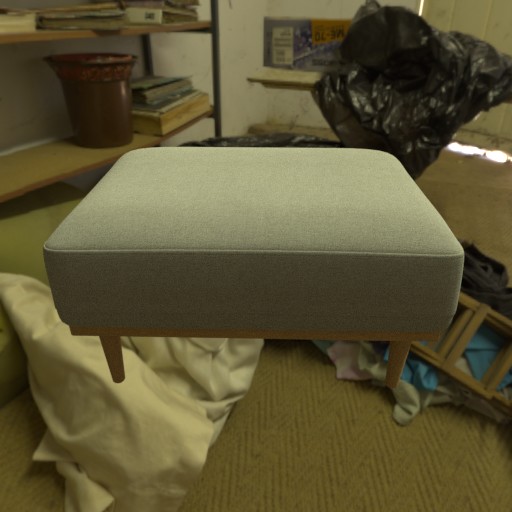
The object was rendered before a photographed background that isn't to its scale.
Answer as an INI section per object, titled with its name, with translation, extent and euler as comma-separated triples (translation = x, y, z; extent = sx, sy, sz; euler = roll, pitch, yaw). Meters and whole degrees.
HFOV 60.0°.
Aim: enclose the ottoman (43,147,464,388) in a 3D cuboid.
[ottoman]
translation = 0.000, 0.000, 1.050
extent = 0.749, 0.428, 0.549
euler = 1, 30, 1
